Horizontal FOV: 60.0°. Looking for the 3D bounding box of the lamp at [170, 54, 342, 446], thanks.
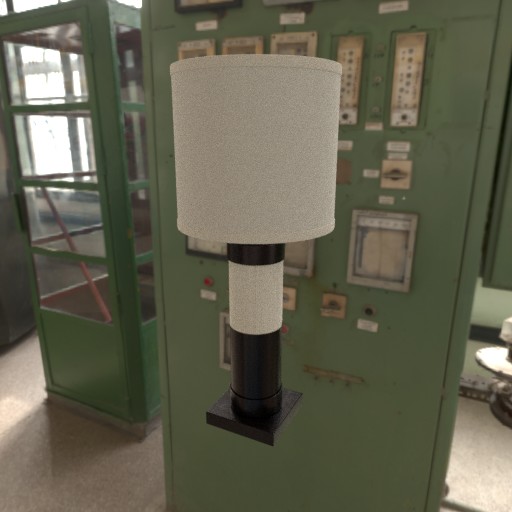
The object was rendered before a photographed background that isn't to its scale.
[{"bbox_3d":[0.000,0.000,0.616,0.211,0.509,0.211,8,18,26],"label":"lamp"}]
